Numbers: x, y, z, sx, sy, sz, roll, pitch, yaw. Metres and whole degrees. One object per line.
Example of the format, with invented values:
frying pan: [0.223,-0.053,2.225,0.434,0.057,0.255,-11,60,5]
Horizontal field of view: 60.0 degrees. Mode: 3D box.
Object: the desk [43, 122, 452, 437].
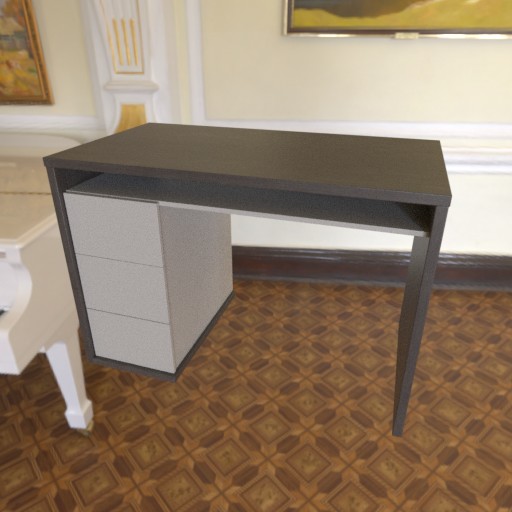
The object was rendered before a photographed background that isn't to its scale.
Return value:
desk: [0.000,0.000,1.546,1.100,0.750,0.600,8,28,16]
